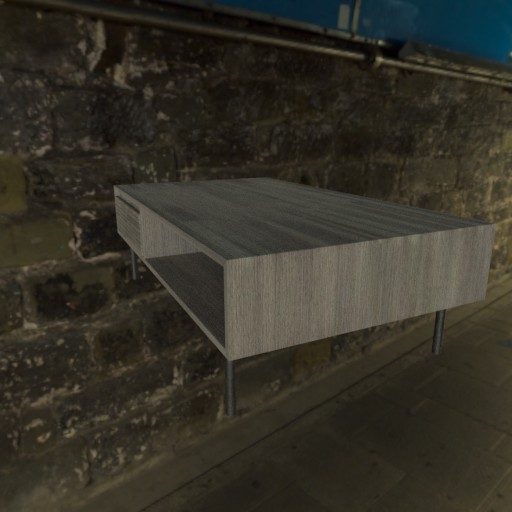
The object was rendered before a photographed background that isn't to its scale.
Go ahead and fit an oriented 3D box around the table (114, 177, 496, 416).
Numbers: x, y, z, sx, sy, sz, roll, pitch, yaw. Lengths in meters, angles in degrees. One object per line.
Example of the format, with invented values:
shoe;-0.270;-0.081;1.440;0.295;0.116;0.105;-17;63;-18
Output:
table;0.000;0.000;1.353;0.643;0.347;1.088;-8;18;-25
